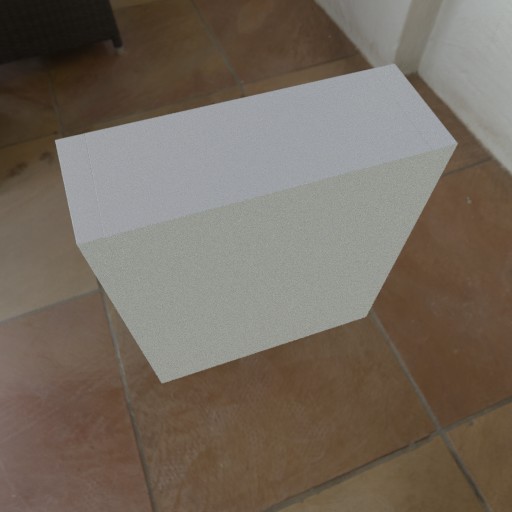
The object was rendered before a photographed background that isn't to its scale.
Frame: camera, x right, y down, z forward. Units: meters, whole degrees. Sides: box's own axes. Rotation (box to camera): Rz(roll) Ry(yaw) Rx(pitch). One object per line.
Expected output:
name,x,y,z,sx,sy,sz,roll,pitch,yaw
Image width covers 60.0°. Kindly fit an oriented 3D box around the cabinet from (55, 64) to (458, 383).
cabinet,0.000,0.000,1.645,0.990,1.150,0.348,-16,60,-10
